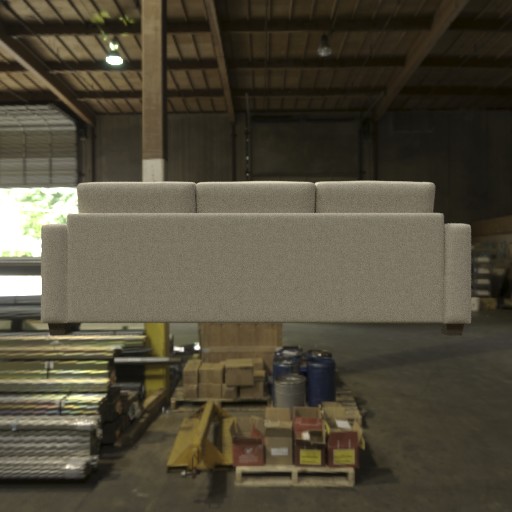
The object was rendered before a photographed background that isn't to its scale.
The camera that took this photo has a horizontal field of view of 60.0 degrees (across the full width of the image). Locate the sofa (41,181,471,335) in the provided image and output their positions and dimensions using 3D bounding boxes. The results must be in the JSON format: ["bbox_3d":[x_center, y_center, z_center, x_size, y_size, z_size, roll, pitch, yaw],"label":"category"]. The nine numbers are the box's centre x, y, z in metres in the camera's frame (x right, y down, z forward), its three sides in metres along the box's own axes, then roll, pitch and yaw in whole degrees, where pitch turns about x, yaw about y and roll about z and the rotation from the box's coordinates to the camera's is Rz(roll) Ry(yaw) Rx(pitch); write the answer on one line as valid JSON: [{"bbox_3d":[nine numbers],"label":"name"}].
[{"bbox_3d":[0.000,0.000,2.641,2.160,0.800,0.900,0,0,0],"label":"sofa"}]
